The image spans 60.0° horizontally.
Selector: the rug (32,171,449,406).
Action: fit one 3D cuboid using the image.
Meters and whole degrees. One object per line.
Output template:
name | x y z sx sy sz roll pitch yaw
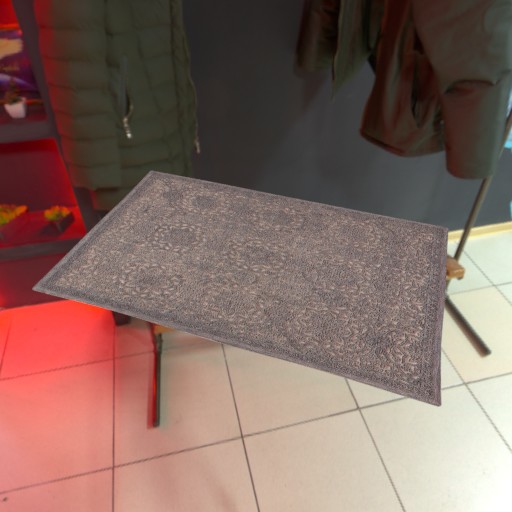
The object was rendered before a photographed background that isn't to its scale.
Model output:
rug | 0.000 0.000 3.057 2.498 0.022 1.535 13 43 14
